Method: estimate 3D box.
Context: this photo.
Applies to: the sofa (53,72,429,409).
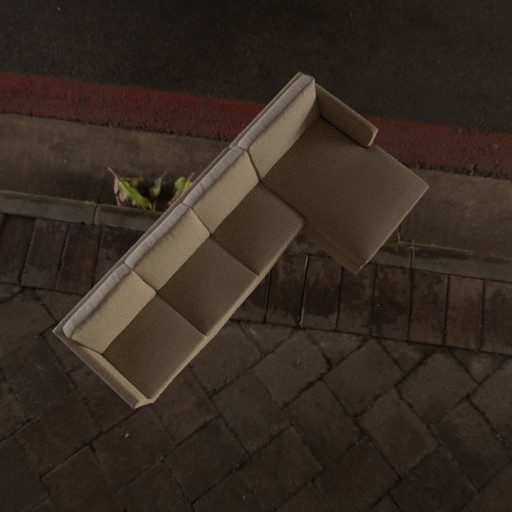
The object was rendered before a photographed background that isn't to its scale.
[{"bbox_3d":[0.000,0.000,3.973,1.622,0.871,3.206,40,80,9],"label":"sofa"}]
